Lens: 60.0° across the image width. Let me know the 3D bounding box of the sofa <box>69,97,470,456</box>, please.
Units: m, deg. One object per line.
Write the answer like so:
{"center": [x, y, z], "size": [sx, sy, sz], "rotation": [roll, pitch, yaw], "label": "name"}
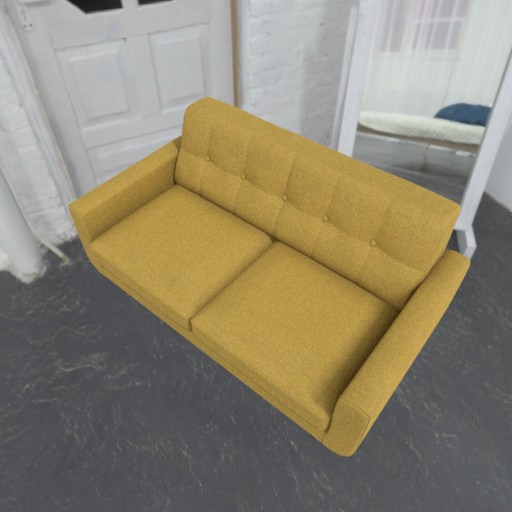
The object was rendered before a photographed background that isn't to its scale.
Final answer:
{"center": [0.000, 0.000, 2.088], "size": [1.631, 0.841, 0.909], "rotation": [31, 55, 25], "label": "sofa"}
